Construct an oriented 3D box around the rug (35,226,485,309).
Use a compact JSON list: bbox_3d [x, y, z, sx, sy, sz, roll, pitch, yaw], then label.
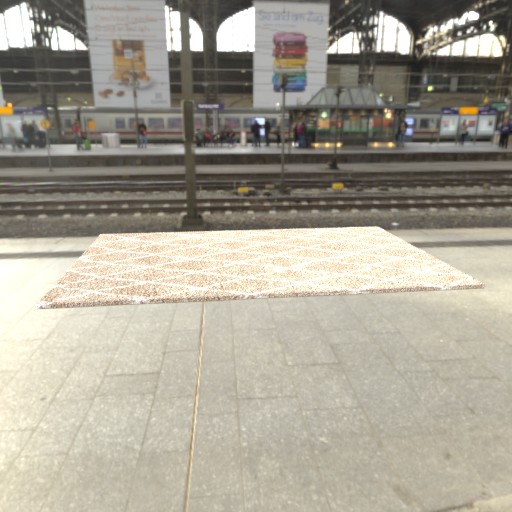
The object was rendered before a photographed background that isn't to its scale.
[{"bbox_3d":[0.000,0.000,3.508,2.743,0.030,1.778,-2,16,-7],"label":"rug"}]
